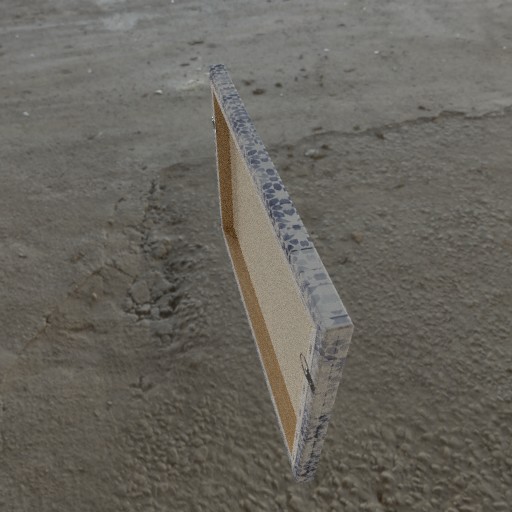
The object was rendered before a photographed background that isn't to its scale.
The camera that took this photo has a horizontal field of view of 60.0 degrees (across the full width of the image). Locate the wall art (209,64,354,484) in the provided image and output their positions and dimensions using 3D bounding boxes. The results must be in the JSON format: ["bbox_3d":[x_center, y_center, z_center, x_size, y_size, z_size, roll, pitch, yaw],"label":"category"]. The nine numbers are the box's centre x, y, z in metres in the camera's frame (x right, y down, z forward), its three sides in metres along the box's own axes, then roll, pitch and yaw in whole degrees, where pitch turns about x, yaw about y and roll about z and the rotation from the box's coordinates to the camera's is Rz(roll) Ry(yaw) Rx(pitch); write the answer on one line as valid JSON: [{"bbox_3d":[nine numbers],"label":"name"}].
[{"bbox_3d":[0.000,0.000,0.749,0.030,0.406,0.608,-10,46,-10],"label":"wall art"}]
